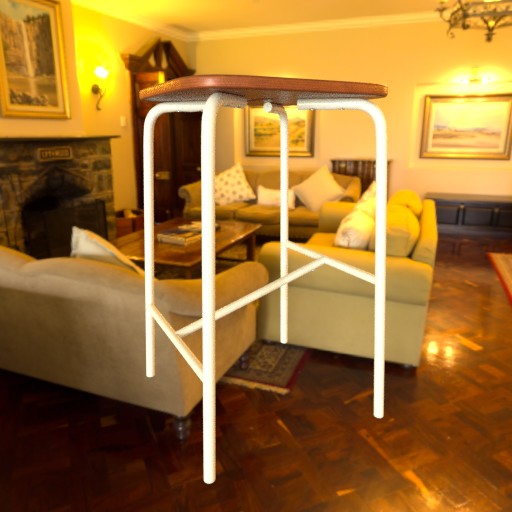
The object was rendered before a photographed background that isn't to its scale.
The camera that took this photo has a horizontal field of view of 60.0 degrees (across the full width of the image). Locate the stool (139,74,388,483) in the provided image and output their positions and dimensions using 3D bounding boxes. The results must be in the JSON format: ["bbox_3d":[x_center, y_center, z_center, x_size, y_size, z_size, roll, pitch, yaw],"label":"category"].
[{"bbox_3d":[0.000,0.000,0.862,0.376,0.610,0.376,-8,18,-27],"label":"stool"}]
